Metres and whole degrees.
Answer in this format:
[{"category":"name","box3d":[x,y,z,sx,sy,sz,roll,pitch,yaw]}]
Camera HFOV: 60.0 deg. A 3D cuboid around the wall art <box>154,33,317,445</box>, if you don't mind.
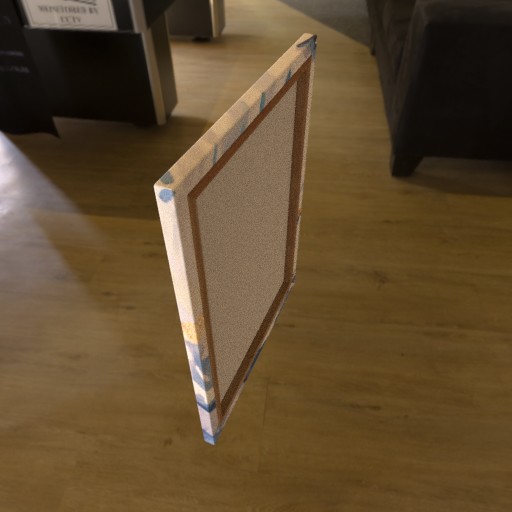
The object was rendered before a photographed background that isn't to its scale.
[{"category":"wall art","box3d":[0.000,0.000,1.320,0.038,1.015,0.761,17,48,16]}]
